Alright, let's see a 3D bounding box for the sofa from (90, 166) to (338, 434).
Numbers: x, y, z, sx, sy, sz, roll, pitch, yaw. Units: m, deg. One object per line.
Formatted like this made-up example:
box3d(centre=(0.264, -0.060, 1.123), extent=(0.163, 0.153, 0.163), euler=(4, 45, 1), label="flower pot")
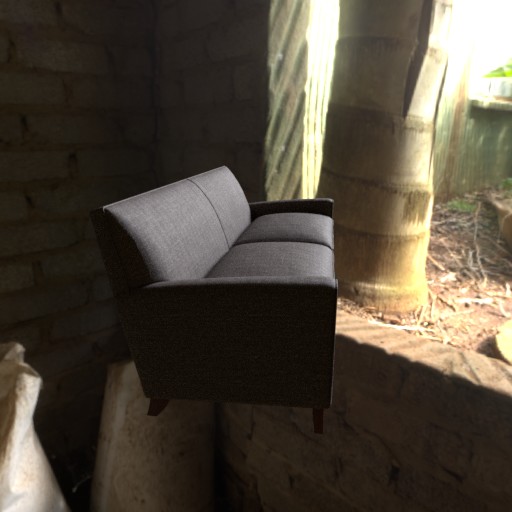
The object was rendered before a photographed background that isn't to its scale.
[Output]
box3d(centre=(0.000, 0.000, 2.489), extent=(0.875, 0.846, 1.976), euler=(2, 16, 9), label="sofa")
